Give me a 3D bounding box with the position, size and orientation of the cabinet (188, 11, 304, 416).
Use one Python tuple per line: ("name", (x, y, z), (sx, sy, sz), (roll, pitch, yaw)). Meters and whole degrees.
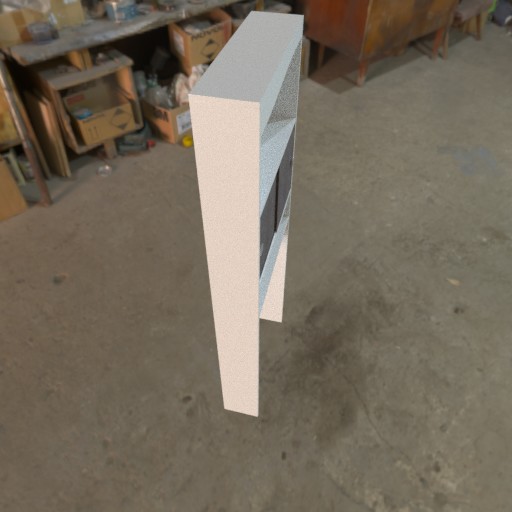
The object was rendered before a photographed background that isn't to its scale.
("cabinet", (0.000, 0.000, 1.951), (0.192, 1.770, 0.643), (10, 47, 10))
